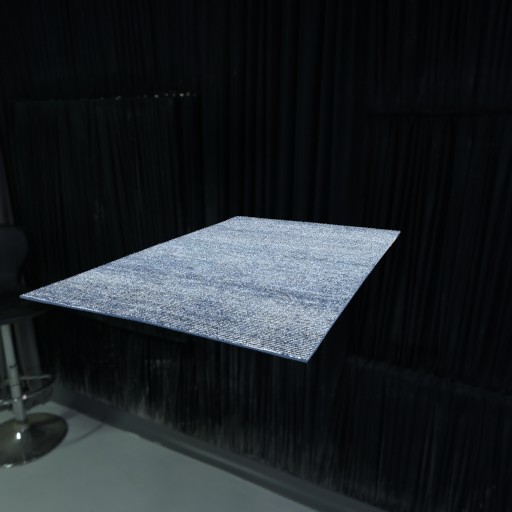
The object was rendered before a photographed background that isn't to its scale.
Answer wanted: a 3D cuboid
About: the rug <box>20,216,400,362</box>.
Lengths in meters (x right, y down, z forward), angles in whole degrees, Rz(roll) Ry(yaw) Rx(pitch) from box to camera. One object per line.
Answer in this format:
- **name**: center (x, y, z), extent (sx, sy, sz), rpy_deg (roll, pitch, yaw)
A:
- **rug**: center (0.000, 0.000, 2.238), extent (1.159, 0.025, 1.793), rpy_deg (7, 18, 24)
